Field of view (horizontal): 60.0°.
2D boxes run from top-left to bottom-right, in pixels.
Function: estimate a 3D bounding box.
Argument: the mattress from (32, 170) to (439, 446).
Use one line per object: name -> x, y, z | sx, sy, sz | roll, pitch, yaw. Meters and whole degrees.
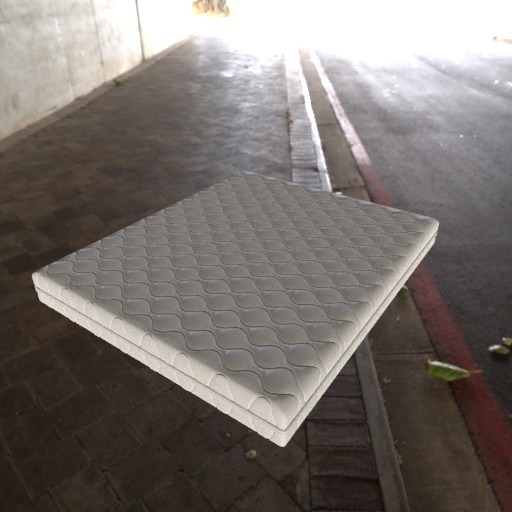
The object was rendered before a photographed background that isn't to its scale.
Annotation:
mattress -> 0.000, 0.000, 2.655 | 1.600, 0.200, 1.900 | 20, 37, 30
